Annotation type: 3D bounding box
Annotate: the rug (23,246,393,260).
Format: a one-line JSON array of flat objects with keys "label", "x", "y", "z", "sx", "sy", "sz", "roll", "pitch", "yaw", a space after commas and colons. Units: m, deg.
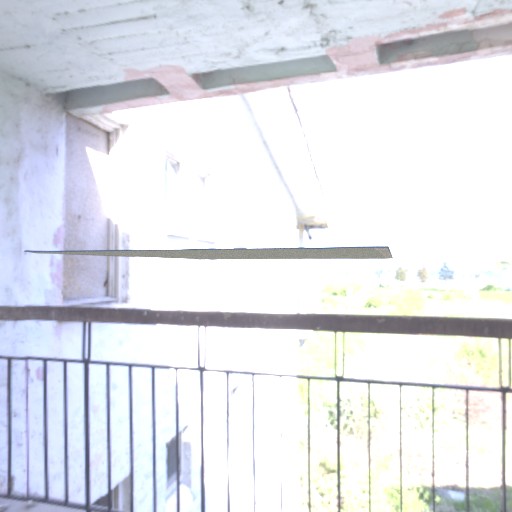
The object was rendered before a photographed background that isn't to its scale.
[{"label": "rug", "x": 0.000, "y": 0.000, "z": 3.875, "sx": 2.277, "sy": 0.020, "sz": 2.867, "roll": 0, "pitch": -2, "yaw": 17}]
